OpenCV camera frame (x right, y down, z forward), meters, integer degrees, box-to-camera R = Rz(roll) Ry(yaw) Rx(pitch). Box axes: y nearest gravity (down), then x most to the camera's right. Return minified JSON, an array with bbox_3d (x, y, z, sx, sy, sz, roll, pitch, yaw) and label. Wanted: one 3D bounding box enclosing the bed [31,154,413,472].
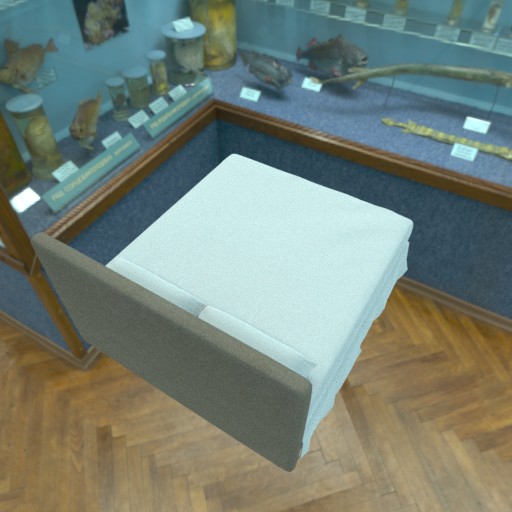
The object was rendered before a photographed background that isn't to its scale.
[{"bbox_3d":[0.000,0.000,3.639,2.119,1.317,2.341,25,53,21],"label":"bed"}]
